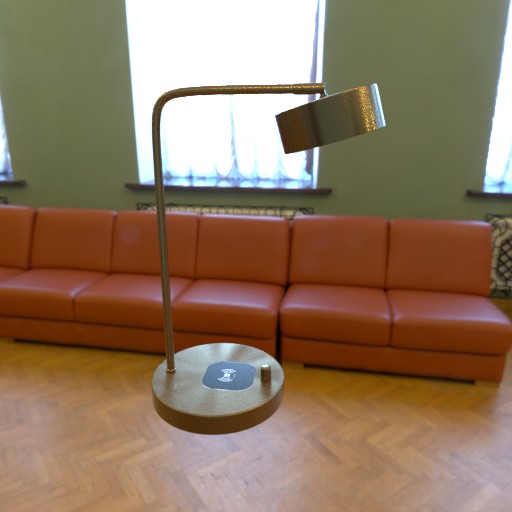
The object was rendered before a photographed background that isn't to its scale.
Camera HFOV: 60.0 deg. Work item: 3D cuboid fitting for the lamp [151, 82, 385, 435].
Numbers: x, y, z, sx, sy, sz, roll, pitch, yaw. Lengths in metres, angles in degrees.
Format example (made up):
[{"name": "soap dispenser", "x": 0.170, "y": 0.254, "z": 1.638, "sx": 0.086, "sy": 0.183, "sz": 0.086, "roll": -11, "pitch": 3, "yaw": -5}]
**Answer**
[{"name": "lamp", "x": 0.000, "y": 0.000, "z": 0.522, "sx": 0.270, "sy": 0.380, "sz": 0.171, "roll": 3, "pitch": 17, "yaw": 9}]
